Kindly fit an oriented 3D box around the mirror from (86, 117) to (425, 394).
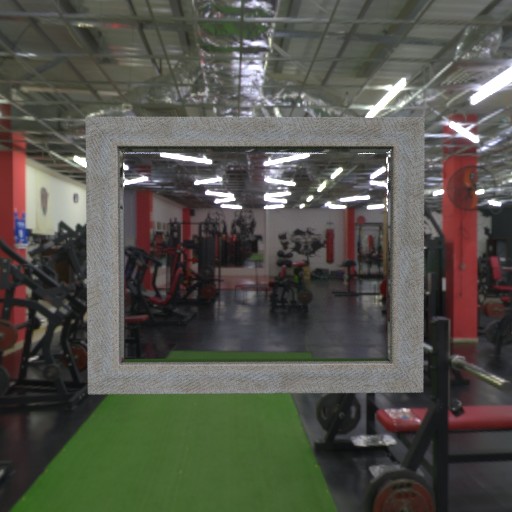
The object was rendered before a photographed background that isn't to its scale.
[{"bbox_3d":[0.000,0.000,1.114,0.839,0.689,0.028,0,1,-1],"label":"mirror"}]
